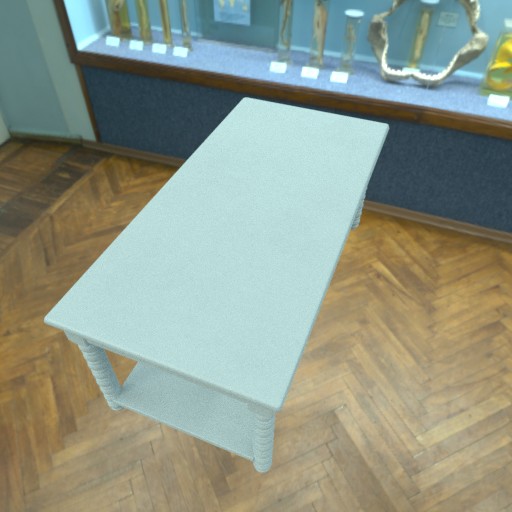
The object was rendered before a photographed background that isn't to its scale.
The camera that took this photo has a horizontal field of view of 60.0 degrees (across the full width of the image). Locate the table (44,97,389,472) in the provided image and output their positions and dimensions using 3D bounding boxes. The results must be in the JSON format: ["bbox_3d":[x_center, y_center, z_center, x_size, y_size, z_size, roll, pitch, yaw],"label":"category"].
[{"bbox_3d":[0.000,0.000,1.475,0.580,0.487,1.171,16,48,15],"label":"table"}]
